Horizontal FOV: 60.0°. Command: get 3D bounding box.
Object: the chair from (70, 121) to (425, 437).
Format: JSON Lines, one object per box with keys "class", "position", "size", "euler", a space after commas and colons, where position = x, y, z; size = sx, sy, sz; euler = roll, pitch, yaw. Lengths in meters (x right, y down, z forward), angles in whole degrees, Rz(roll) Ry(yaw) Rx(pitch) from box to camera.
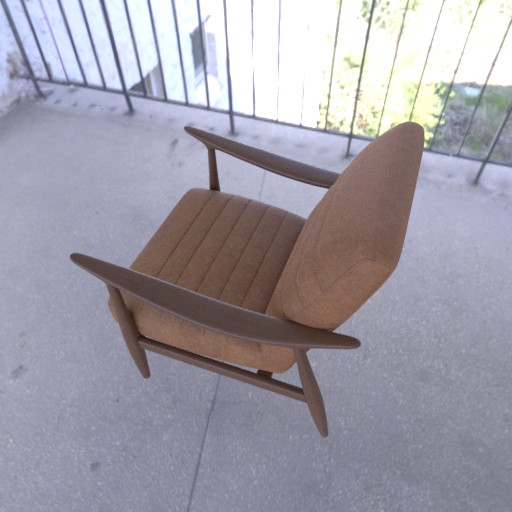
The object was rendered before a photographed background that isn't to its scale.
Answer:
{"class": "chair", "position": [0.000, 0.000, 1.419], "size": [0.798, 0.832, 0.741], "euler": [16, 50, 14]}
